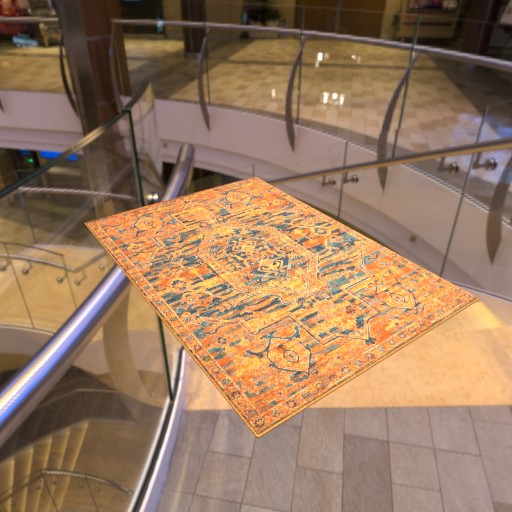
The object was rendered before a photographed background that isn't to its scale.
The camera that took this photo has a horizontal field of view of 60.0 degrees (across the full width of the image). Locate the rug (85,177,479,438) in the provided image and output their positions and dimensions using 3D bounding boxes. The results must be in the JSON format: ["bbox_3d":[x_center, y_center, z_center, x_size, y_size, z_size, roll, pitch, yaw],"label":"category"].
[{"bbox_3d":[0.000,0.000,3.819,2.043,0.019,2.916,-21,38,-29],"label":"rug"}]
